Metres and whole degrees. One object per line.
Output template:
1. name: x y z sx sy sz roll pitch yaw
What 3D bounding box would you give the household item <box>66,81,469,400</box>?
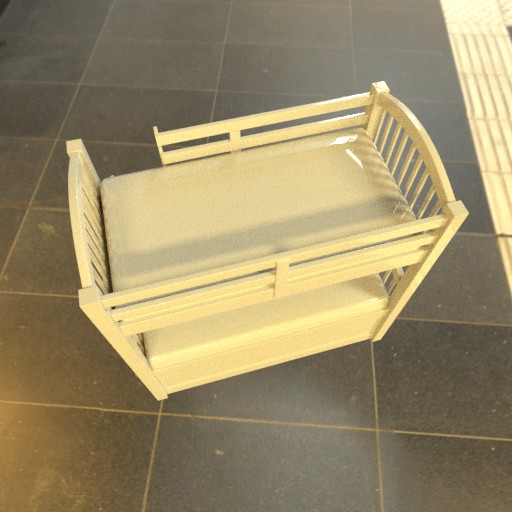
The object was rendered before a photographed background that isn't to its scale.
1. household item: 0.000 0.000 3.285 2.032 2.032 1.143 -13 60 -8
